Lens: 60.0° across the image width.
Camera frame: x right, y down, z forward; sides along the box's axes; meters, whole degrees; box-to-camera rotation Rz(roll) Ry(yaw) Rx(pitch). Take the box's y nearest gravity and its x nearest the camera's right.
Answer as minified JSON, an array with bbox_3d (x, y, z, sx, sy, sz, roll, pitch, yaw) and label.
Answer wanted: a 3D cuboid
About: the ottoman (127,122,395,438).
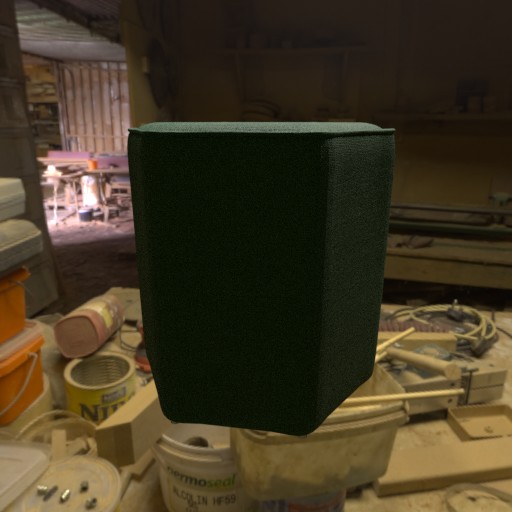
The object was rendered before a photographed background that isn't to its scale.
[{"bbox_3d":[0.000,0.000,0.879,0.499,0.507,0.444,3,17,9],"label":"ottoman"}]
